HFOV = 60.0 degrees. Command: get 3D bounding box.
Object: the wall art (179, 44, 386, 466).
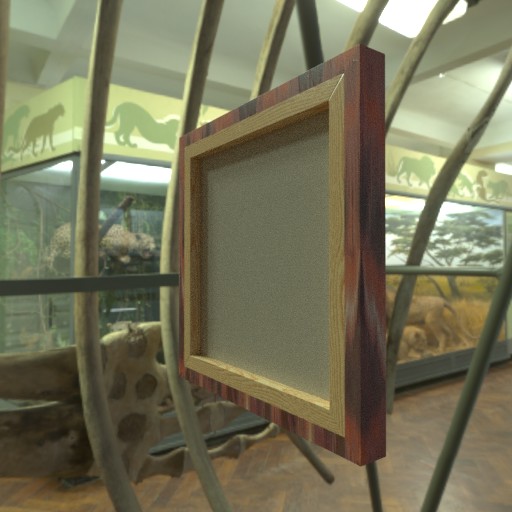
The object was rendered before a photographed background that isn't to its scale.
[{"bbox_3d":[0.000,0.000,0.600,0.038,0.406,0.403,0,-1,-35],"label":"wall art"}]
